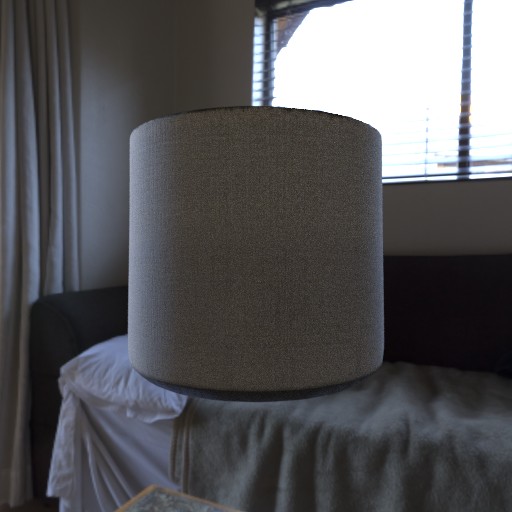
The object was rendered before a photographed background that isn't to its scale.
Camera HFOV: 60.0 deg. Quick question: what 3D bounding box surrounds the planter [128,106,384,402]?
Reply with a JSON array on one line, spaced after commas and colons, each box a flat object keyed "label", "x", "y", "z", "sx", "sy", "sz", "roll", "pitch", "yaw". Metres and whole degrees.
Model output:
[{"label": "planter", "x": 0.000, "y": 0.000, "z": 0.397, "sx": 0.221, "sy": 0.201, "sz": 0.221, "roll": 0, "pitch": 1, "yaw": 0}]
